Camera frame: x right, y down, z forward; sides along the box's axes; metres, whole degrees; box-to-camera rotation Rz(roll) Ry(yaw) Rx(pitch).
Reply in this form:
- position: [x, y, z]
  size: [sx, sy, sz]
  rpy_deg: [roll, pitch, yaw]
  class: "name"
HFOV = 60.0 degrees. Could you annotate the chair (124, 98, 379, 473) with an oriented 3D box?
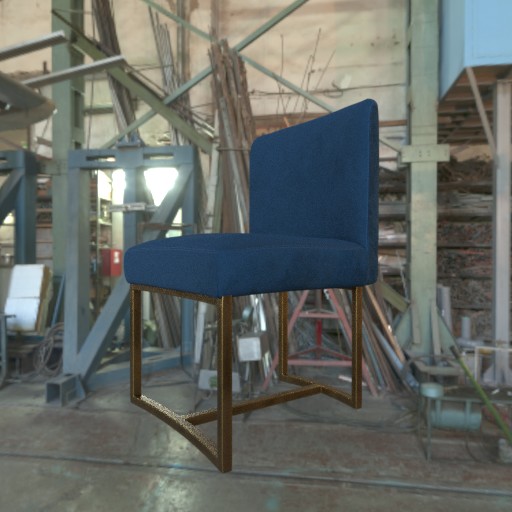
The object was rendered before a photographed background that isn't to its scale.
- position: [0.000, 0.000, 1.192]
  size: [0.560, 0.824, 0.530]
  rpy_deg: [0, 1, -36]
  class: "chair"
